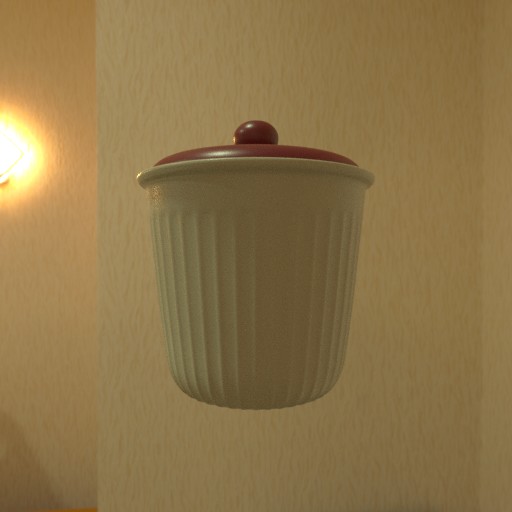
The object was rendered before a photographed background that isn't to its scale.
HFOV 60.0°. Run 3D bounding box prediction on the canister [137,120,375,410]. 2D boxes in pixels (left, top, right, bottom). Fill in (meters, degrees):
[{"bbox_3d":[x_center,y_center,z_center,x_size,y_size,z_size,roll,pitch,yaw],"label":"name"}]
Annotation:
[{"bbox_3d":[0.000,0.000,0.350,0.181,0.211,0.181,0,1,0],"label":"canister"}]
